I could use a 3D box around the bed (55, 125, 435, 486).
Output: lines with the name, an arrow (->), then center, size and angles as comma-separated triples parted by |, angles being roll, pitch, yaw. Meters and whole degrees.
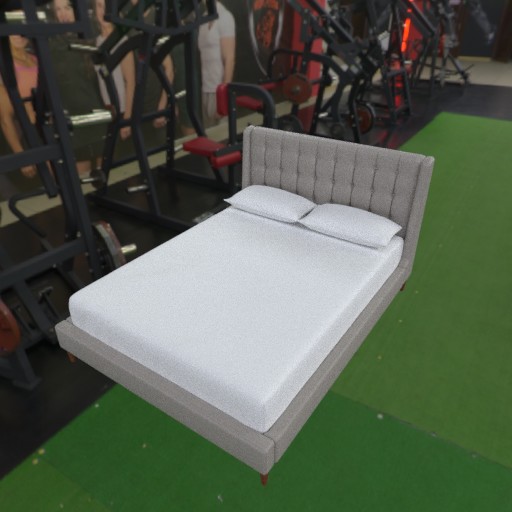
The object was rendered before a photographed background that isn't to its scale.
bed -> 0.000, 0.000, 3.125 | 1.656, 1.147, 2.232 | 19, 35, 29
